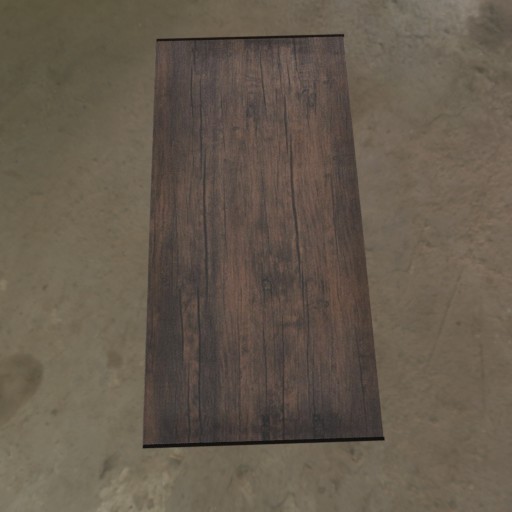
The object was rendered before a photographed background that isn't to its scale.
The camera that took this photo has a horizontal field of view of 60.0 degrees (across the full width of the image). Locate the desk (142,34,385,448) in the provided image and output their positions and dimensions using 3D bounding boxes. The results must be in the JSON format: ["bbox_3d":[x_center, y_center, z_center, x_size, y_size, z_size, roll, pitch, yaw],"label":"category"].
[{"bbox_3d":[0.000,0.000,1.413,0.505,0.747,1.015,-2,75,0],"label":"desk"}]
